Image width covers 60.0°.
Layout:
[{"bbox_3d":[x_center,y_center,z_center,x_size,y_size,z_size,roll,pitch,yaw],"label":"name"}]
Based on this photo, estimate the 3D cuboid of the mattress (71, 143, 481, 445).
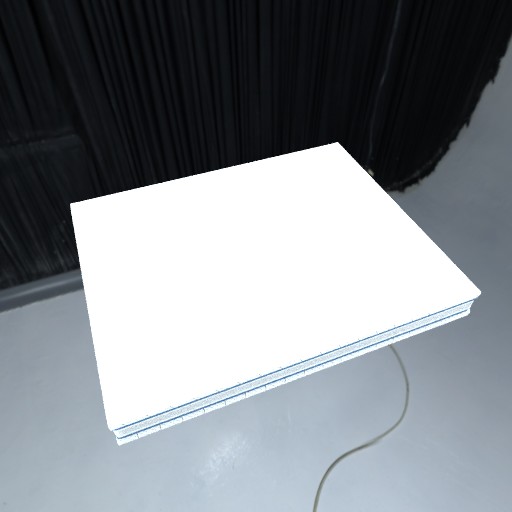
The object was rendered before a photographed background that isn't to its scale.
[{"bbox_3d":[0.000,0.000,2.735,2.000,0.230,1.600,-16,48,-15],"label":"mattress"}]
